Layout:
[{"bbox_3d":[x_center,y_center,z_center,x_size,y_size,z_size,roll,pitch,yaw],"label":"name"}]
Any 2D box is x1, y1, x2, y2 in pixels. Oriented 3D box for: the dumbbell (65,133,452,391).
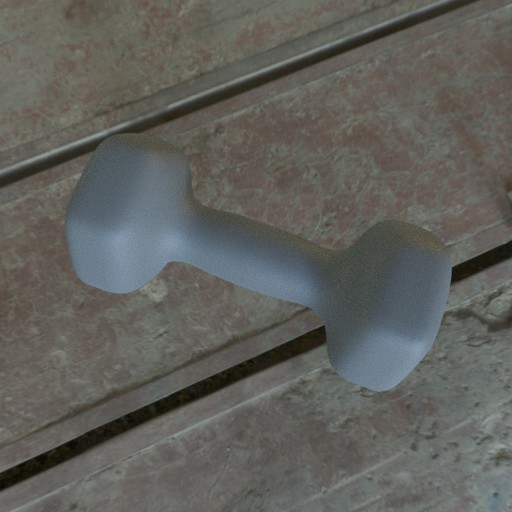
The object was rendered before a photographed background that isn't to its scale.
[{"bbox_3d":[0.000,0.000,0.232,0.184,0.081,0.090,20,77,5],"label":"dumbbell"}]
